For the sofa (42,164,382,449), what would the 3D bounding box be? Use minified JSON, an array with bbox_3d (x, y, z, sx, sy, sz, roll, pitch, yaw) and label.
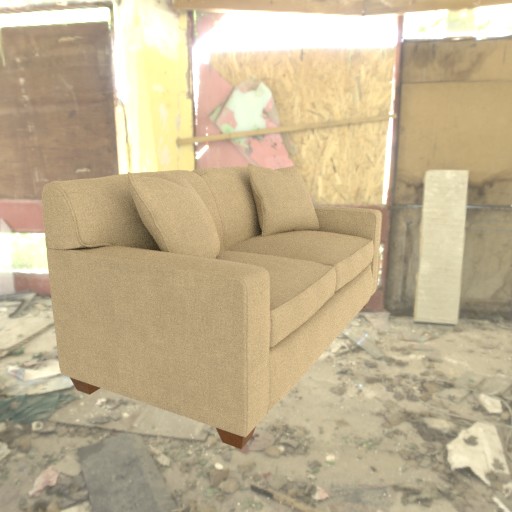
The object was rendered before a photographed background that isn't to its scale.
[{"bbox_3d":[0.000,0.000,2.407,0.998,0.958,1.846,7,15,27],"label":"sofa"}]
